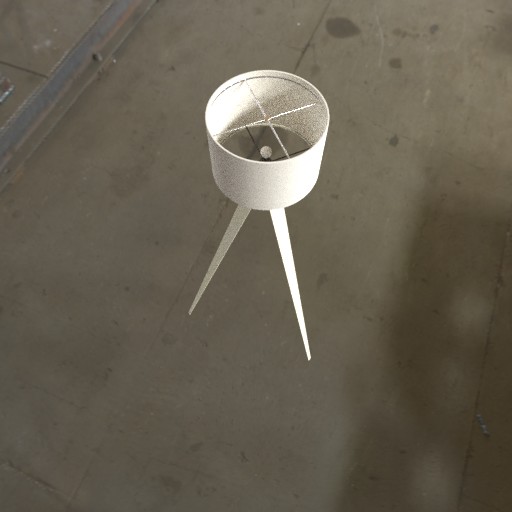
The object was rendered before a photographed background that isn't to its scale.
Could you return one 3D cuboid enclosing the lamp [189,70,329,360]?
[{"bbox_3d":[0.000,0.000,1.896,0.716,1.524,0.724,-21,65,-10],"label":"lamp"}]
